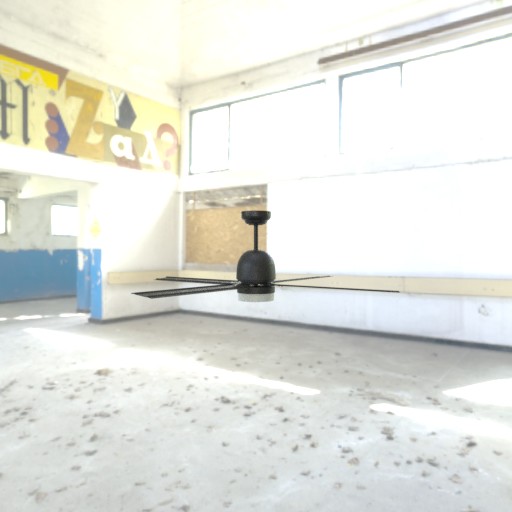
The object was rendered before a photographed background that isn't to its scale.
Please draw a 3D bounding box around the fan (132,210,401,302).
[{"bbox_3d":[0.000,0.000,2.058,1.319,0.410,1.319,1,1,36],"label":"fan"}]
